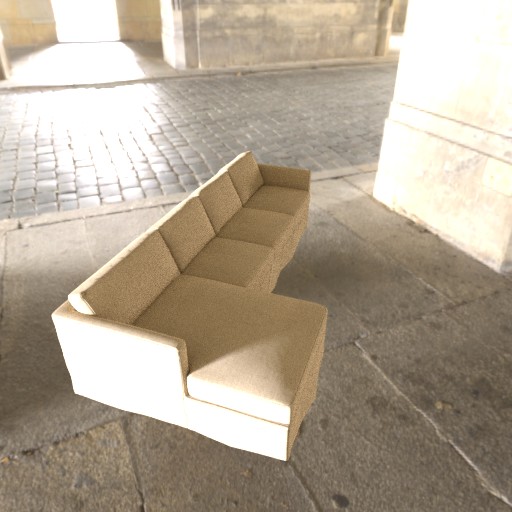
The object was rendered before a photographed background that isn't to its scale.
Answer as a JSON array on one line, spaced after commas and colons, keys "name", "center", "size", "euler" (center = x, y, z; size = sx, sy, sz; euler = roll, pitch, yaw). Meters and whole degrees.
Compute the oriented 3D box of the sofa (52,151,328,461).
[{"name": "sofa", "center": [0.000, 0.000, 3.985], "size": [1.650, 0.922, 3.205], "euler": [11, 33, 17]}]
